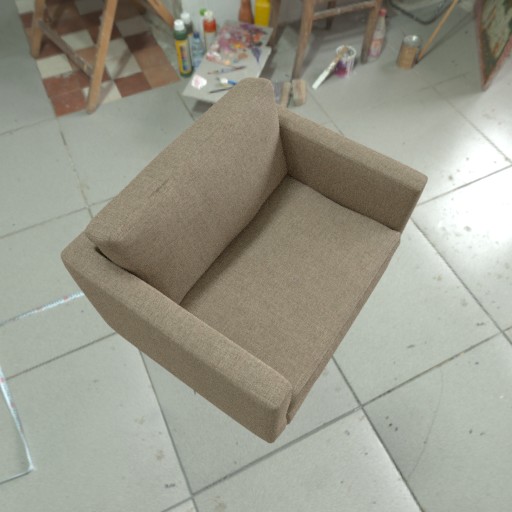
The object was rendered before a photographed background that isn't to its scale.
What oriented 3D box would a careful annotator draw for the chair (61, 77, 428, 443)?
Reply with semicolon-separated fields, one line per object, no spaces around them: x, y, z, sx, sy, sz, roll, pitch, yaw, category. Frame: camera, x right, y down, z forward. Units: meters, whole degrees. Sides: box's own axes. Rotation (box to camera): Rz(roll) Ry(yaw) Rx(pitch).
0.000;0.000;1.870;0.959;0.987;1.107;31;64;17;chair
